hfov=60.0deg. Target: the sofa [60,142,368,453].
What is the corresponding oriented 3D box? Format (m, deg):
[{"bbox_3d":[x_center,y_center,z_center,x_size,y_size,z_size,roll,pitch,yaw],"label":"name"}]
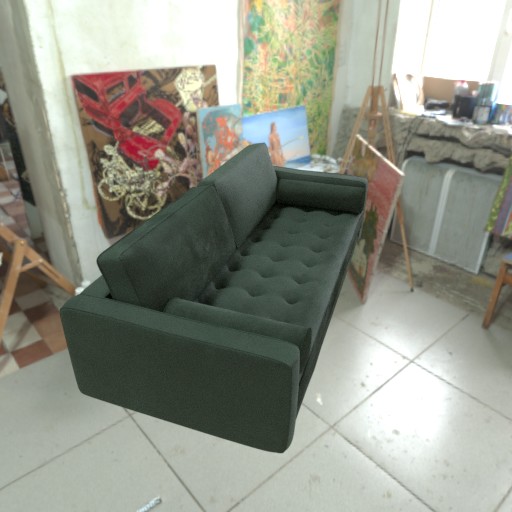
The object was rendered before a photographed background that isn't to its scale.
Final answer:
[{"bbox_3d":[0.000,0.000,2.343,0.916,0.772,1.880,10,31,17],"label":"sofa"}]
